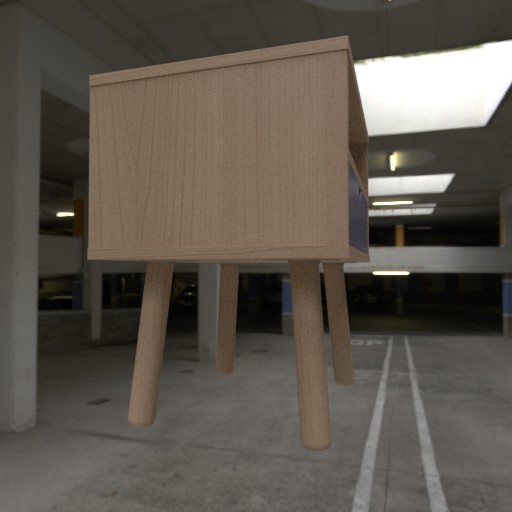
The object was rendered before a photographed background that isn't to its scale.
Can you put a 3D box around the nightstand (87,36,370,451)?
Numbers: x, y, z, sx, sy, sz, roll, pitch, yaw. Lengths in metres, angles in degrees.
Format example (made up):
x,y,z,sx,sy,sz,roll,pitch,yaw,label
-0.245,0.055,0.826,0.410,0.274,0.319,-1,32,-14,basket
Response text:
x,y,z,sx,sy,sz,roll,pitch,yaw,label
0.000,0.000,0.812,0.380,0.530,0.450,0,-2,17,nightstand
